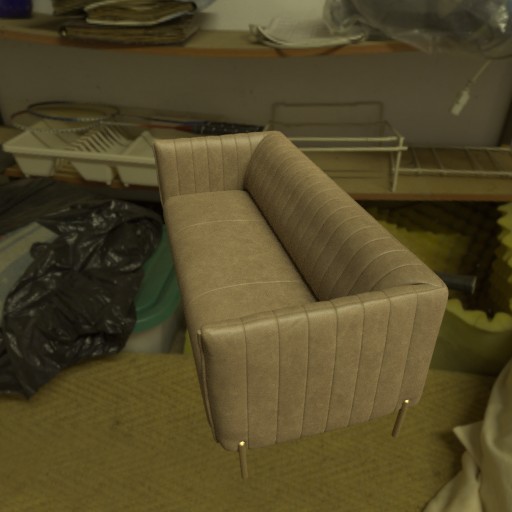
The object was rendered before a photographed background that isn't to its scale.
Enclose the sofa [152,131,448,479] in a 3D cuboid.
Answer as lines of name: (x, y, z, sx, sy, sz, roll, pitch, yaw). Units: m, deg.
sofa: (0.000, 0.000, 2.375, 0.876, 0.779, 1.980, -8, 33, -13)
